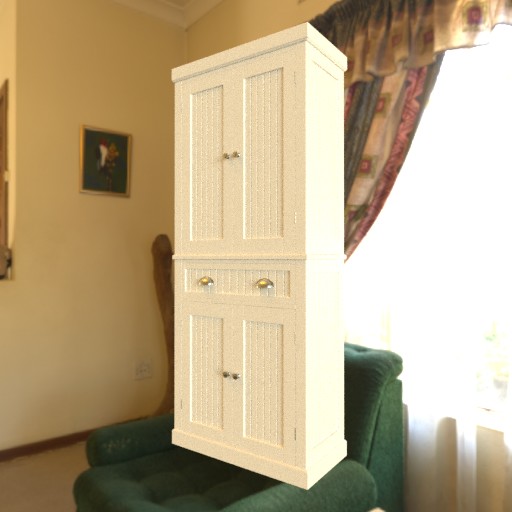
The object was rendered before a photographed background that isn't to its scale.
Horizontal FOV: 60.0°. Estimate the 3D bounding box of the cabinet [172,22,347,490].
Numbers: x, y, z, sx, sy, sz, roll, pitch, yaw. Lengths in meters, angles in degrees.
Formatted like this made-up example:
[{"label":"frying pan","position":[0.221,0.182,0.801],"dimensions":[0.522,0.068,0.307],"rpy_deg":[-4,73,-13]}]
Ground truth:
[{"label":"cabinet","position":[0.000,0.000,2.097],"dimensions":[0.754,1.829,0.390],"rpy_deg":[0,0,35]}]
